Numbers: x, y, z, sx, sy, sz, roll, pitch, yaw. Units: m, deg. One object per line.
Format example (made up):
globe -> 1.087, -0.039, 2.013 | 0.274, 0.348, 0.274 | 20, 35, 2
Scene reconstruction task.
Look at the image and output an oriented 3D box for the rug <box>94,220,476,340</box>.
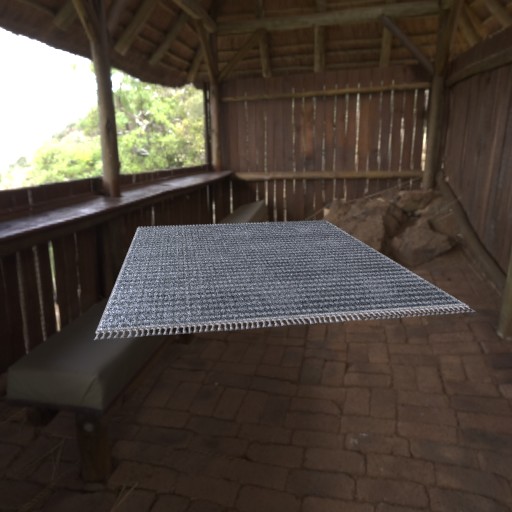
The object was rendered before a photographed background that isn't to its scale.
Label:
rug -> 0.000, 0.000, 3.911 | 2.256, 0.013, 2.910 | -3, 16, -9
